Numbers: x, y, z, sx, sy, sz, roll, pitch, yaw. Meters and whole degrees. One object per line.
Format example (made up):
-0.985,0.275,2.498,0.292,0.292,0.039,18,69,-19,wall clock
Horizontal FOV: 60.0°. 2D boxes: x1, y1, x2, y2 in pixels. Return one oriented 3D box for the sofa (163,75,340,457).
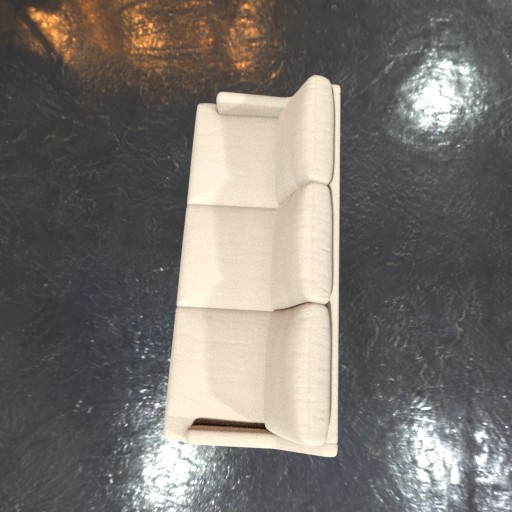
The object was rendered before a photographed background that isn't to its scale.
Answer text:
0.000,0.000,2.897,1.000,0.913,2.321,3,75,1,sofa
